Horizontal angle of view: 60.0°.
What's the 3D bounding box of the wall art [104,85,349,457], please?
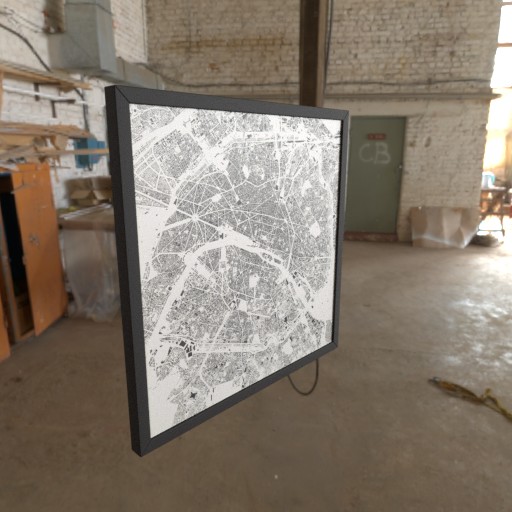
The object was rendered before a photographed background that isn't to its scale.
[{"bbox_3d":[0.000,0.000,1.153,0.037,0.763,0.763,13,19,42],"label":"wall art"}]
